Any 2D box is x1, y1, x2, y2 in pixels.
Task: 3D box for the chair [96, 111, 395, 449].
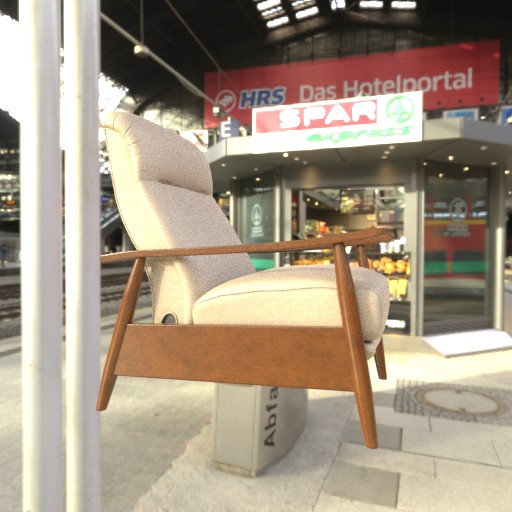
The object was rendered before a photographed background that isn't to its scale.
[{"bbox_3d":[0.000,0.000,1.751,1.030,1.082,0.762,0,1,18],"label":"chair"}]
